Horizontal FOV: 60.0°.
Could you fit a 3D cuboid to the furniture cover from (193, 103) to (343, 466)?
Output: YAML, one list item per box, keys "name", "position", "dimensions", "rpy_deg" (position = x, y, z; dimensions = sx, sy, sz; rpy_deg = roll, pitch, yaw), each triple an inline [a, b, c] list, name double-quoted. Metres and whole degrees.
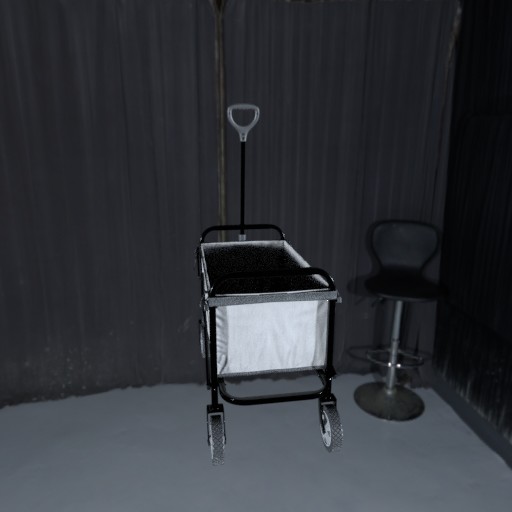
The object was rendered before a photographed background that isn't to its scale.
- name: "furniture cover"
  position: [0.000, 0.000, 1.904]
  dimensions: [0.532, 1.295, 1.038]
  rpy_deg: [-2, 15, -9]
